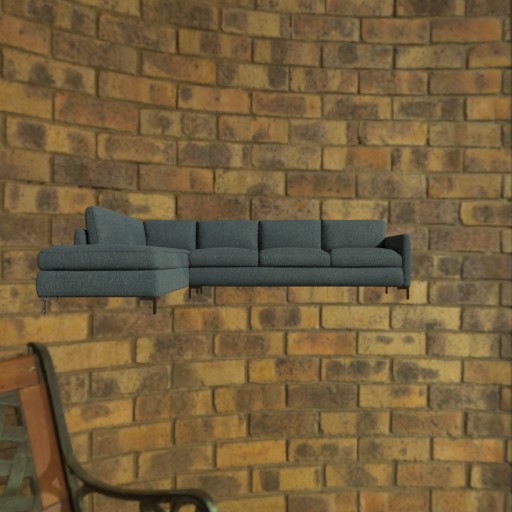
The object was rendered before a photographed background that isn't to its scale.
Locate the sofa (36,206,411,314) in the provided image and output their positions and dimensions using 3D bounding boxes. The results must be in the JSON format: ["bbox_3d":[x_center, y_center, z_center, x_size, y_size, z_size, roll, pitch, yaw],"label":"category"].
[{"bbox_3d":[0.000,0.000,3.938,2.949,0.815,2.007,0,-1,1],"label":"sofa"}]
